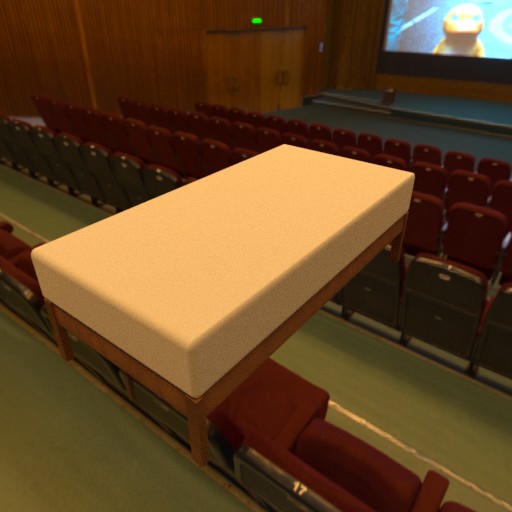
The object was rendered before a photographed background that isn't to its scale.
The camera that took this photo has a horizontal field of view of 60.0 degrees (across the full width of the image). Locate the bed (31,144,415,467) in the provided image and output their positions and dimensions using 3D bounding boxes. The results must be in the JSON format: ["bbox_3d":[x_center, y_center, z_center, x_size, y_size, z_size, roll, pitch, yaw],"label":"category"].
[{"bbox_3d":[0.000,0.000,2.416,0.961,0.616,1.902,22,37,32],"label":"bed"}]
